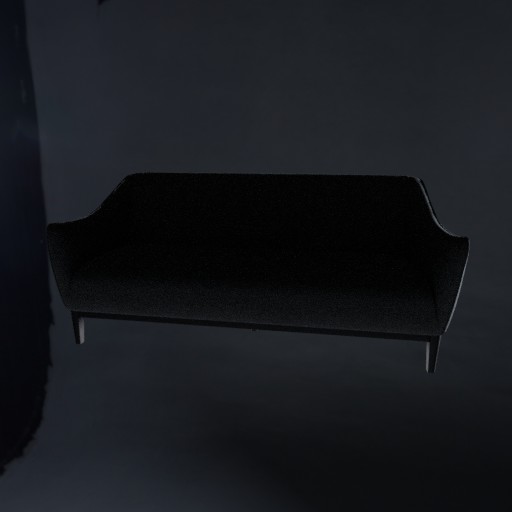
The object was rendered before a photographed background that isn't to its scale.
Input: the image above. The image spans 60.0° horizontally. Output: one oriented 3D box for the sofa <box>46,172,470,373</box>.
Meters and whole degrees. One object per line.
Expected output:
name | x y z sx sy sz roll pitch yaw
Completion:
sofa | 0.000 0.000 2.395 1.928 0.829 0.867 2 15 9
